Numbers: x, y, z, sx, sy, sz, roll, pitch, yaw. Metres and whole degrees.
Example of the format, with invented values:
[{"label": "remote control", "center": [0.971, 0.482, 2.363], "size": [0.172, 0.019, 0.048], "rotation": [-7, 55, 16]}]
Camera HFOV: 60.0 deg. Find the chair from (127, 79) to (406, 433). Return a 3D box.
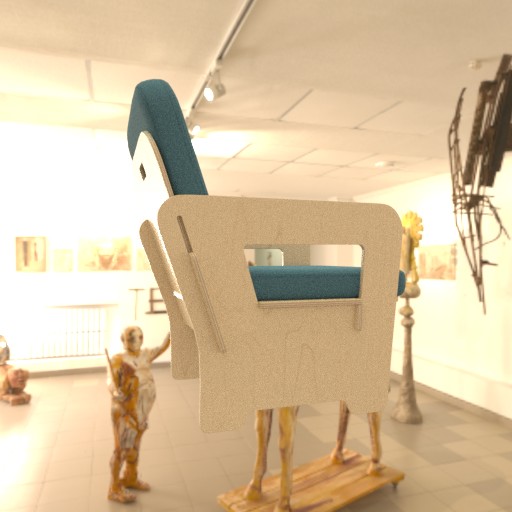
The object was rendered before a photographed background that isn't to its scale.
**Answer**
[{"label": "chair", "center": [0.000, 0.000, 1.194], "size": [0.657, 0.747, 0.547], "rotation": [0, 0, -19]}]
